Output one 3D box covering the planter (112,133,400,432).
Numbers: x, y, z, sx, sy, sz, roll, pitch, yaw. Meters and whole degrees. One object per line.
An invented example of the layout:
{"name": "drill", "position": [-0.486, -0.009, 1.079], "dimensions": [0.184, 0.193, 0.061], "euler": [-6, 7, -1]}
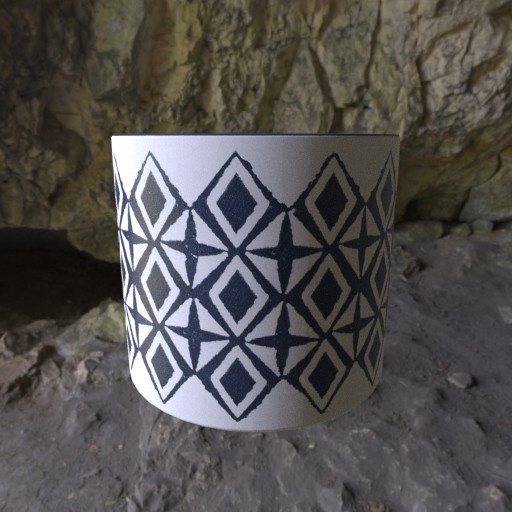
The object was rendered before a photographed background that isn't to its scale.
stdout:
{"name": "planter", "position": [0.000, 0.000, 0.311], "dimensions": [0.182, 0.165, 0.182], "euler": [0, 15, 0]}
